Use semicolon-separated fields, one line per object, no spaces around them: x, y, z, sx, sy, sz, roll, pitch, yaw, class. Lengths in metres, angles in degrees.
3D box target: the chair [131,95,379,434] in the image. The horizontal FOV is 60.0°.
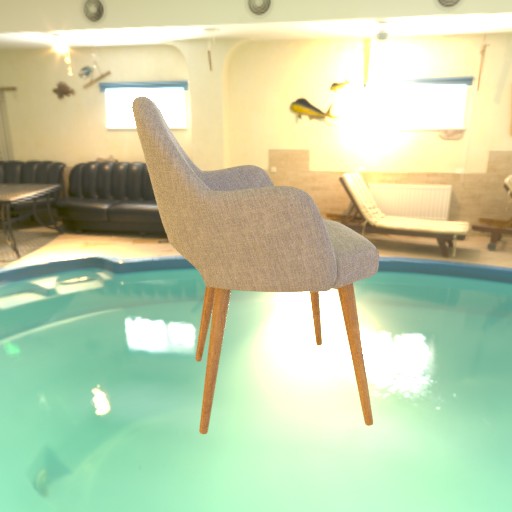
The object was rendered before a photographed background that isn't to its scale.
0.000;0.000;1.251;0.610;0.840;0.590;-3;17;-9;chair
